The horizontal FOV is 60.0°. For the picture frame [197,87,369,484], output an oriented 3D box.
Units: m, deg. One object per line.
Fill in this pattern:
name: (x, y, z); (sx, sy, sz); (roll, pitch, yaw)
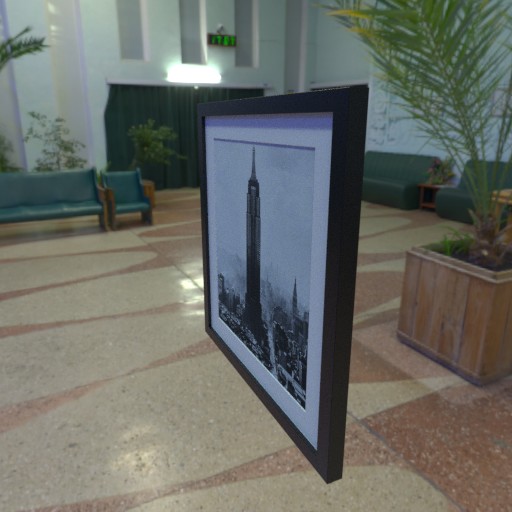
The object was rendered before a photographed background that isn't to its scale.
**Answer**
picture frame: (0.000, 0.000, 0.830); (0.029, 0.557, 0.559); (-8, 18, -24)
